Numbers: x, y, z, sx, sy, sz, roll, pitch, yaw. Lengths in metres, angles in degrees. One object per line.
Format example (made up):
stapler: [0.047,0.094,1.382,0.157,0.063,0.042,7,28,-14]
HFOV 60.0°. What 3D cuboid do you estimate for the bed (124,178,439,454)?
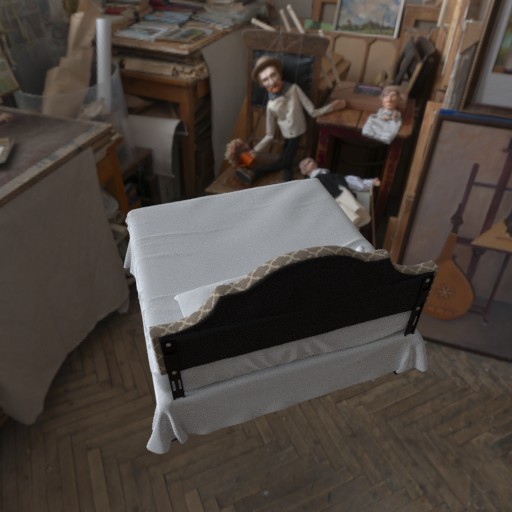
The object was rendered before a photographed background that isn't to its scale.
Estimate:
bed: [0.000,0.000,3.771,2.314,1.601,2.222,-12,42,-13]
